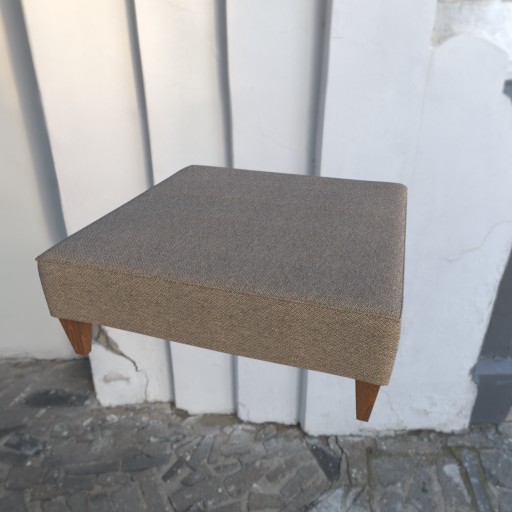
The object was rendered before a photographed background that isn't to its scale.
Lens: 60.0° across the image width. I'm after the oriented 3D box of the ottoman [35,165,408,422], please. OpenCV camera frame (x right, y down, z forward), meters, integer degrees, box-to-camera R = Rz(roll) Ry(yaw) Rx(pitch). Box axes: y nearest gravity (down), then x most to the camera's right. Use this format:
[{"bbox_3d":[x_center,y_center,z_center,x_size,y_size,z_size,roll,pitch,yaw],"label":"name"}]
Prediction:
[{"bbox_3d":[0.000,0.000,1.548,0.970,0.378,0.981,8,28,16],"label":"ottoman"}]
